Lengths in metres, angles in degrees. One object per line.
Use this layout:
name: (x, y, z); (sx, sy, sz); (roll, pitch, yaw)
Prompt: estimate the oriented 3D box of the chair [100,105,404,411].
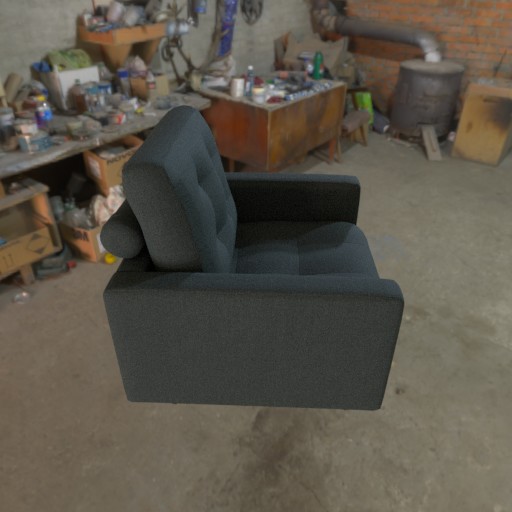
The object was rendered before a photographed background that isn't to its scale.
chair: (0.000, 0.000, 1.536); (0.843, 0.880, 0.821); (1, 33, 2)
